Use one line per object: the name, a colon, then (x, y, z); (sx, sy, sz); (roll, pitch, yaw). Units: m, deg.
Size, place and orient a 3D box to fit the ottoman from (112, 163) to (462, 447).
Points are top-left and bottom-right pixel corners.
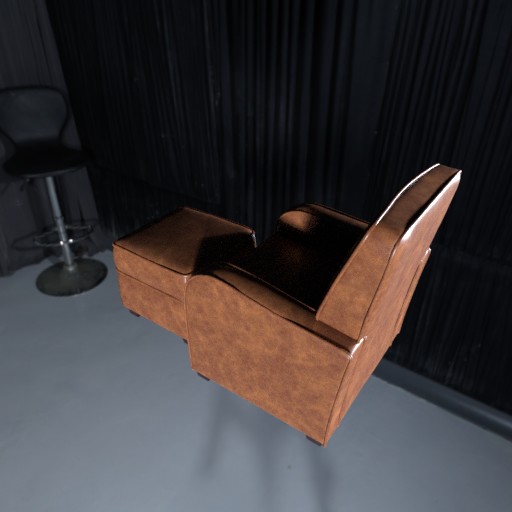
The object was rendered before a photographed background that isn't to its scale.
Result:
ottoman: (0.000, 0.000, 1.851); (1.314, 0.904, 0.732); (21, 38, 29)
